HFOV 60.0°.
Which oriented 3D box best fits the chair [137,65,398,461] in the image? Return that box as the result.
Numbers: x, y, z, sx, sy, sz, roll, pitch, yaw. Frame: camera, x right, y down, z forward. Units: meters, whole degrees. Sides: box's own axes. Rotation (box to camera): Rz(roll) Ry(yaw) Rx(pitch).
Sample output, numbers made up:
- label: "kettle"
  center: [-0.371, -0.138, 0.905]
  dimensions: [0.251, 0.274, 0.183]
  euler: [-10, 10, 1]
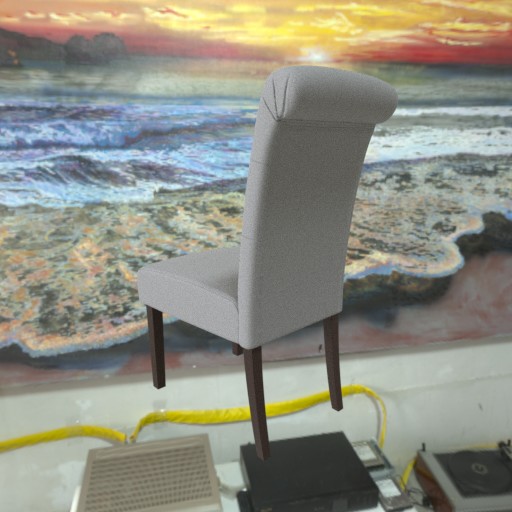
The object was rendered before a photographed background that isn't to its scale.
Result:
- label: "chair"
  center: [0.000, 0.000, 1.360]
  dimensions: [0.456, 1.006, 0.671]
  euler: [-13, 19, -42]
